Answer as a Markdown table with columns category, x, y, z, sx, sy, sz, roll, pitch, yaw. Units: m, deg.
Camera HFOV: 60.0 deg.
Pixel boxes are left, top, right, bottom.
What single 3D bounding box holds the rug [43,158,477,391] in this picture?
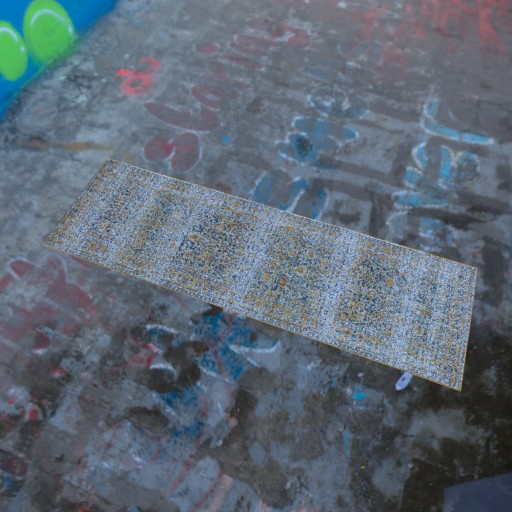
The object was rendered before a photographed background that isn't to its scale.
| category | x | y | z | sx | sy | sz | roll | pitch | yaw |
| --- | --- | --- | --- | --- | --- | --- | --- | --- | --- |
| rug | 0.000 | 0.000 | 2.434 | 2.294 | 0.014 | 0.704 | 18 | 60 | 11 |
